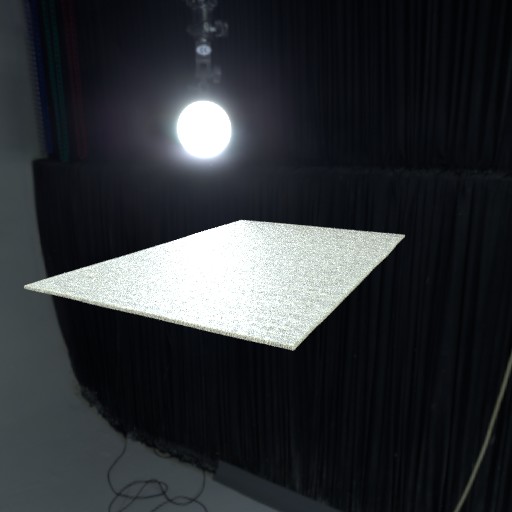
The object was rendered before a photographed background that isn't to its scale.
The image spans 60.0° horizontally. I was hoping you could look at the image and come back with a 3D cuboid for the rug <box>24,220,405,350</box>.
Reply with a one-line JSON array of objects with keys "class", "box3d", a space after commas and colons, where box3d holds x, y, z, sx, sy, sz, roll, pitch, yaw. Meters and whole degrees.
[{"class": "rug", "box3d": [0.000, 0.000, 2.951, 1.532, 0.018, 2.297, 7, 16, 27]}]
